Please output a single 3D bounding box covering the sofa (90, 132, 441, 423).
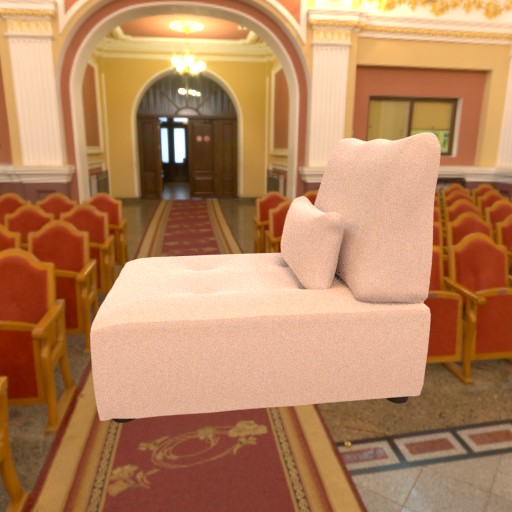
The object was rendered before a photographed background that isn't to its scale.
[{"bbox_3d":[0.000,0.000,1.559,1.000,0.820,0.700,-2,14,-8],"label":"sofa"}]
